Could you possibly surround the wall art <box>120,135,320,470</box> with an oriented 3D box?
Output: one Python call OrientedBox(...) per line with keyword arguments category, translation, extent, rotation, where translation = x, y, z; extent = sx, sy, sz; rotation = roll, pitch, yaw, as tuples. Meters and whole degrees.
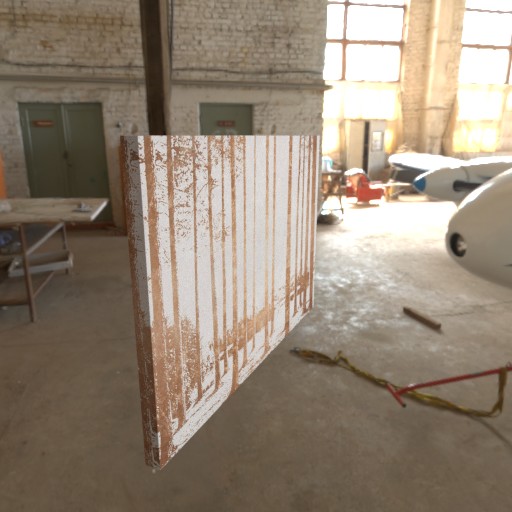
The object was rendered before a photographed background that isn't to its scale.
OrientedBox(category="wall art", translation=(0.000, 0.000, 1.160), extent=(0.035, 0.609, 0.914), rotation=(7, 17, 24))
